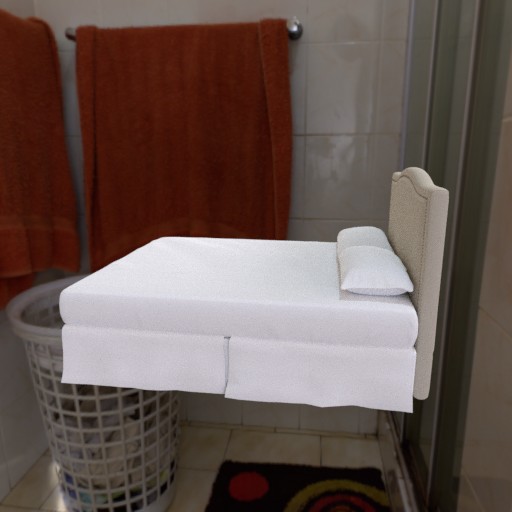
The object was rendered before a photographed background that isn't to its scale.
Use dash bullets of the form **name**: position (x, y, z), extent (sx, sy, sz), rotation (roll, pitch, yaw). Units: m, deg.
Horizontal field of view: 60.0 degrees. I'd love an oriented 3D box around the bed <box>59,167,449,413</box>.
- **bed**: position (0.000, 0.000, 3.619), extent (2.477, 1.437, 1.977), rotation (2, 14, 9)
